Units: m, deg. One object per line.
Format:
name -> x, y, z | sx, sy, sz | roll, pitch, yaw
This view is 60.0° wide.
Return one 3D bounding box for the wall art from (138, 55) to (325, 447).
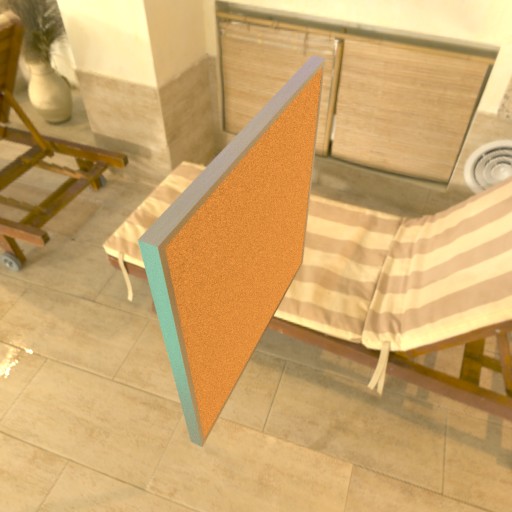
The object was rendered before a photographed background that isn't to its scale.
wall art -> 0.000, 0.000, 1.243 | 0.038, 0.806, 0.806 | 19, 49, 17
